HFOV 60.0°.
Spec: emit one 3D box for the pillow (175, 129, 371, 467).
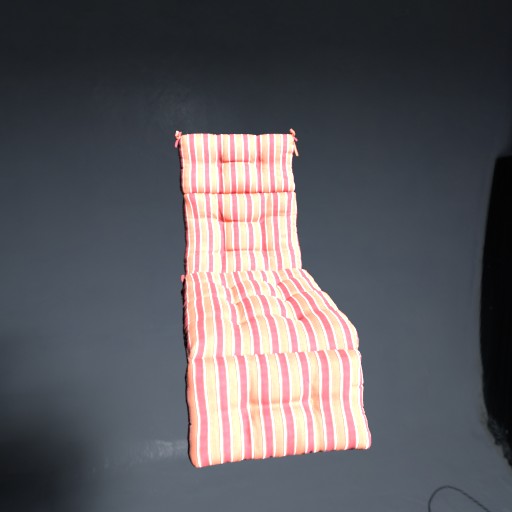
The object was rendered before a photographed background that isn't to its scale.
[{"bbox_3d":[0.000,0.000,1.515,0.526,0.863,1.016,-2,14,-9],"label":"pillow"}]
